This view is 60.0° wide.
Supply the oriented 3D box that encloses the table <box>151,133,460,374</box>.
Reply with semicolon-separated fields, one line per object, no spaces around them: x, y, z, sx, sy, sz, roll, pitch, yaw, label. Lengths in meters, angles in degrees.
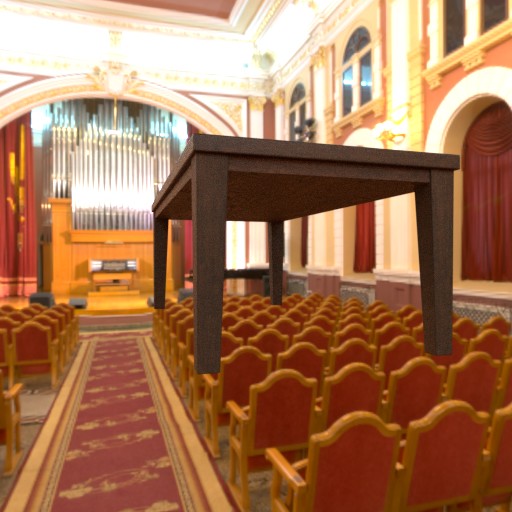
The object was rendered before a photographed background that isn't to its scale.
0.000;0.000;2.476;1.016;0.762;1.981;0;0;-17;table
